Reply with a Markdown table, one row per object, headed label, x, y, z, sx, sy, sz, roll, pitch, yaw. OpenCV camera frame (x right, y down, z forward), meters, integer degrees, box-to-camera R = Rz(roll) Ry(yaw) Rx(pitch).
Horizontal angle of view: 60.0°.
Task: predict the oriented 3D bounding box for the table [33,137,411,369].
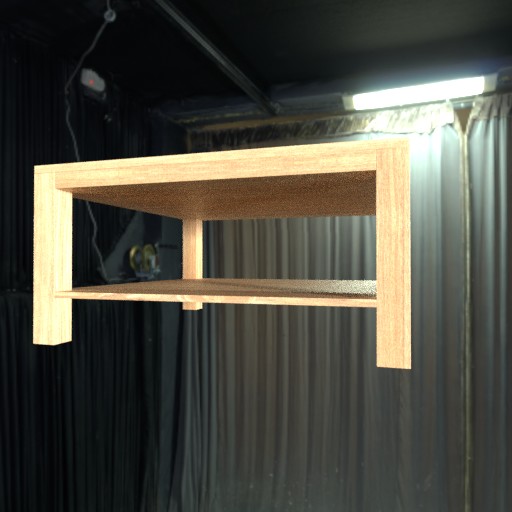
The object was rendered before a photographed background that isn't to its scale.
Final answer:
| label | x | y | z | sx | sy | sz | roll | pitch | yaw |
| --- | --- | --- | --- | --- | --- | --- | --- | --- | --- |
| table | 0.000 | 0.000 | 1.419 | 0.900 | 0.450 | 0.900 | 0 | -1 | 17 |
